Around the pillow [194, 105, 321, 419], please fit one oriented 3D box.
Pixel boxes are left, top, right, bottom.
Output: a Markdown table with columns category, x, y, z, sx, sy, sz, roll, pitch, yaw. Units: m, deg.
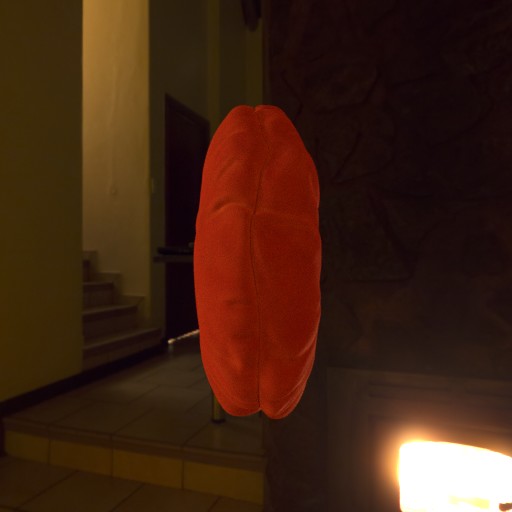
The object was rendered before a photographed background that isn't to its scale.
| category | x | y | z | sx | sy | sz | roll | pitch | yaw |
| --- | --- | --- | --- | --- | --- | --- | --- | --- | --- |
| pillow | 0.000 | 0.000 | 0.632 | 0.148 | 0.407 | 0.428 | 0 | 0 | -1 |
